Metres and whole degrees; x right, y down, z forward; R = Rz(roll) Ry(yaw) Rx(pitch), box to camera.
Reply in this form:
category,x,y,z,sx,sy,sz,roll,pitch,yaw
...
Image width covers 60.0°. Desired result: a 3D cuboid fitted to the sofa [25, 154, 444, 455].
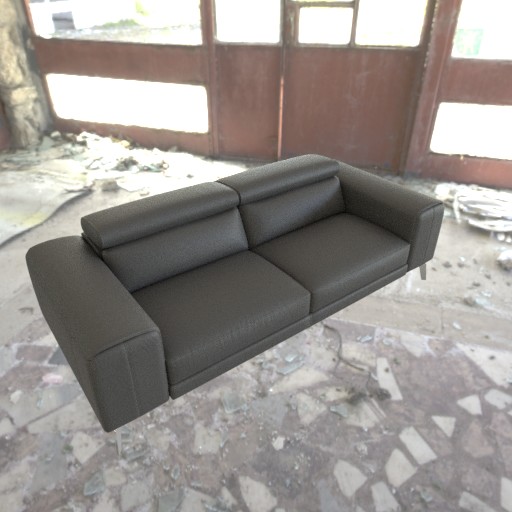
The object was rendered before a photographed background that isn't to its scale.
category,x,y,z,sx,sy,sz,roll,pitch,yaw
sofa,0.000,0.000,2.681,2.321,0.759,1.023,-22,38,-30
